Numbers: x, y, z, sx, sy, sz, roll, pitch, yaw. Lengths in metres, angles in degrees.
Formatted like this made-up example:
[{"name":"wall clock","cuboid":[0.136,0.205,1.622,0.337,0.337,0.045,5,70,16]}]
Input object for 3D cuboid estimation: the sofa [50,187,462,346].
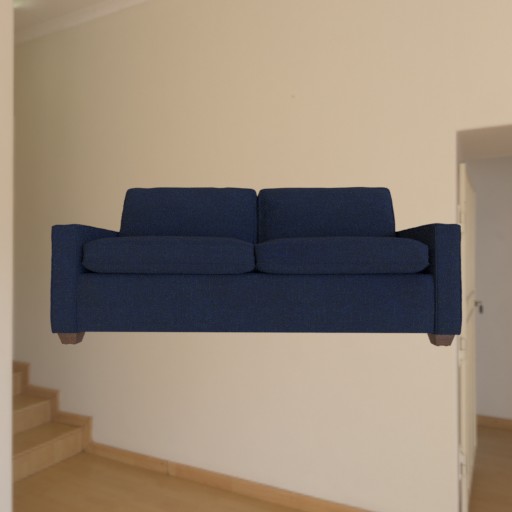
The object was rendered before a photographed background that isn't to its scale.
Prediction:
[{"name":"sofa","cuboid":[0.000,0.000,2.636,2.080,0.919,0.940,0,-1,1]}]
